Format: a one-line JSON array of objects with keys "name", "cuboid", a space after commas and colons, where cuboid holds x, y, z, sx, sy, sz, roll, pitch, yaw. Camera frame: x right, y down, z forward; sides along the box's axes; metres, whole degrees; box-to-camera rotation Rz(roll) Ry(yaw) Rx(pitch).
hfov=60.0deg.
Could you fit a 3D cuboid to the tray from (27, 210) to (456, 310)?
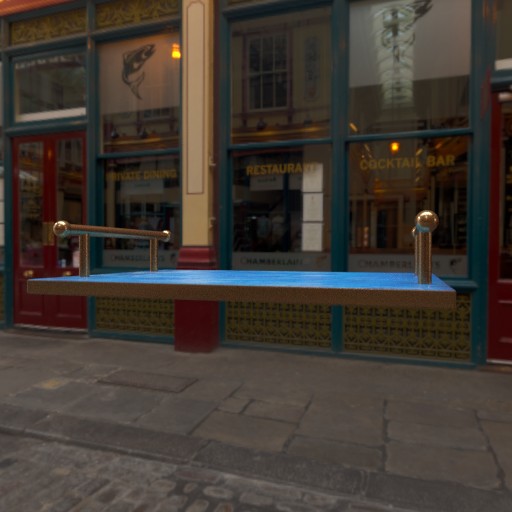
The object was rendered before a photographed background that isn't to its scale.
[{"name": "tray", "cuboid": [0.000, 0.000, 0.573, 0.444, 0.084, 0.304, 0, 0, 19]}]
